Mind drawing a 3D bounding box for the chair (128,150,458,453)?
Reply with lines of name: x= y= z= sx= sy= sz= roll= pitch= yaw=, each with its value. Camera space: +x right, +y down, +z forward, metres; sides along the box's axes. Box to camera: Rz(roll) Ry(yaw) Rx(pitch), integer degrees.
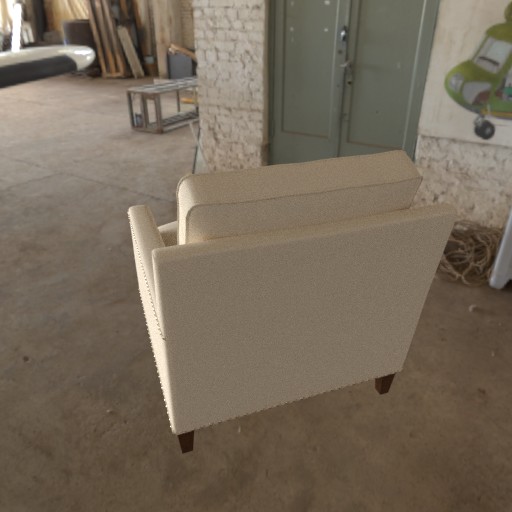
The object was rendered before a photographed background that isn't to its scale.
chair: x=0.000 y=0.000 z=1.680 sx=0.853 sy=0.943 sz=1.014 roll=-10 pitch=30 yaw=-17
